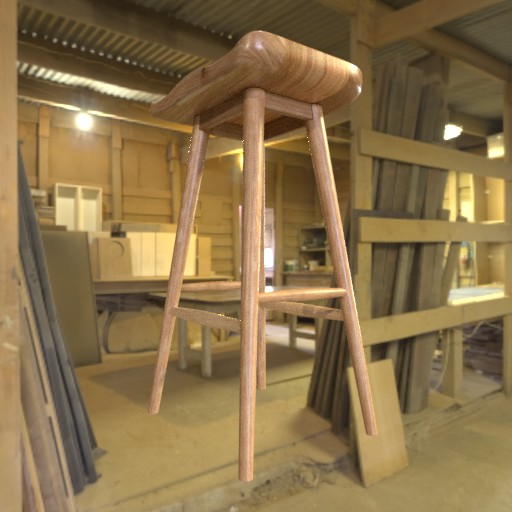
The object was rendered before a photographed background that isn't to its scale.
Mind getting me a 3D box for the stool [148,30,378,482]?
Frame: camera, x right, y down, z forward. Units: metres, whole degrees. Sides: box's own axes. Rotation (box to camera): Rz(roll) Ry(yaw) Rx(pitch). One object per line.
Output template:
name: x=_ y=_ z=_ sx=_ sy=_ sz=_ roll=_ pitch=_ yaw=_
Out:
stool: x=0.000 y=0.000 z=0.926 sx=0.322 sy=0.698 sz=0.407 roll=0 pitch=0 yaw=-36
